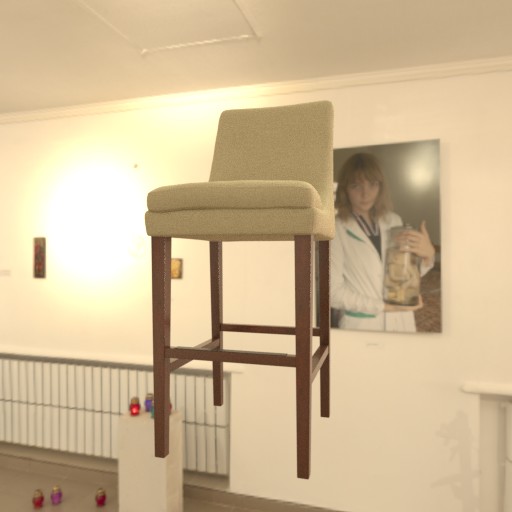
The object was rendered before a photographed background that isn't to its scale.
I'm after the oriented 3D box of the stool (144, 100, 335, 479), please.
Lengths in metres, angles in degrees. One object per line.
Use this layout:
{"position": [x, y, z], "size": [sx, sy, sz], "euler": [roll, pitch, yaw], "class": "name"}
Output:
{"position": [0.000, 0.000, 1.372], "size": [0.470, 1.078, 0.577], "euler": [0, 1, 17], "class": "stool"}
